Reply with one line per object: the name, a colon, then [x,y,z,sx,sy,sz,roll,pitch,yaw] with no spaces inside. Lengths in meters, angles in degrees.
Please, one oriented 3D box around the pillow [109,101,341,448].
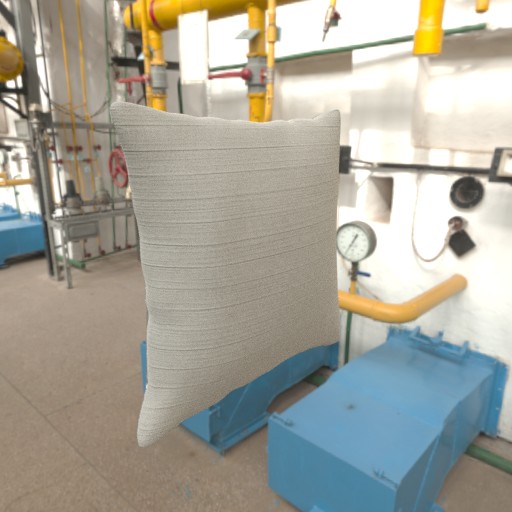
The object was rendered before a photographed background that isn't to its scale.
pillow: [0.000,0.000,0.718,0.175,0.464,0.470,15,22,42]
